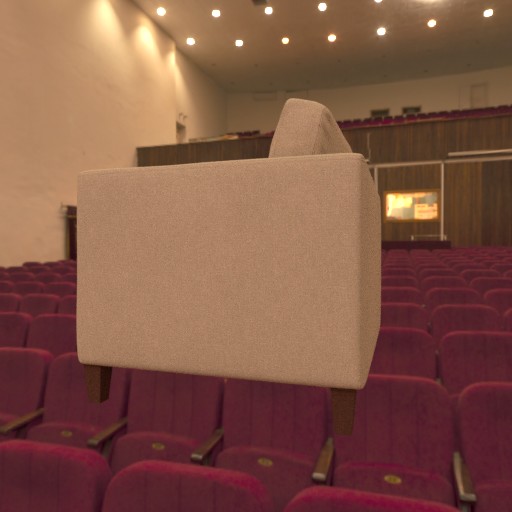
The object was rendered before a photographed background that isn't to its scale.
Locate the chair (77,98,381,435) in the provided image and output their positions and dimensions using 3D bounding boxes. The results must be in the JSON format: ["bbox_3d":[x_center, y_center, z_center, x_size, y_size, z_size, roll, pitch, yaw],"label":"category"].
[{"bbox_3d":[0.000,0.000,1.816,0.959,0.961,1.107,0,1,18],"label":"chair"}]
